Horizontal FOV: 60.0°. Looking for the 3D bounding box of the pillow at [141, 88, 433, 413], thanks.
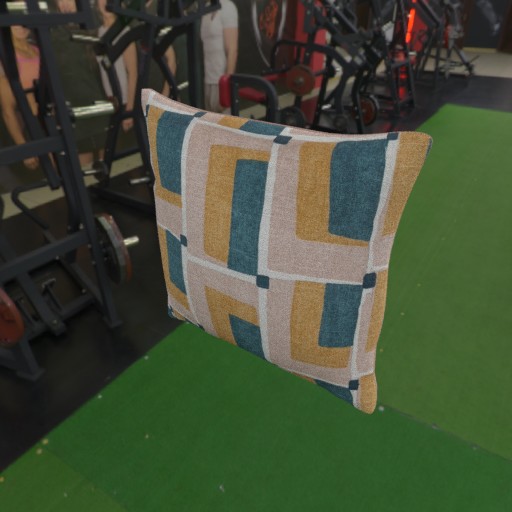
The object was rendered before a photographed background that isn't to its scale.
[{"bbox_3d":[0.000,0.000,0.737,0.478,0.479,0.158,20,37,29],"label":"pillow"}]
